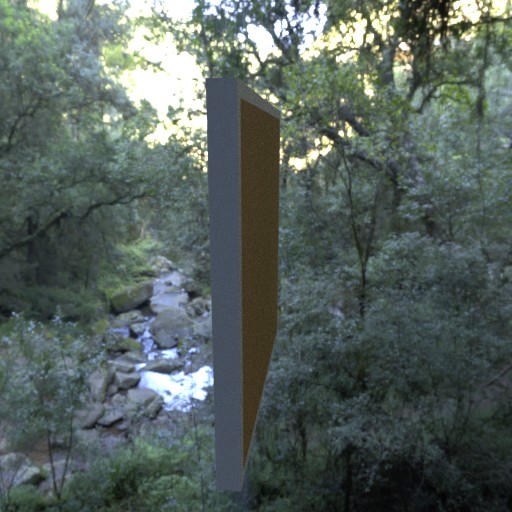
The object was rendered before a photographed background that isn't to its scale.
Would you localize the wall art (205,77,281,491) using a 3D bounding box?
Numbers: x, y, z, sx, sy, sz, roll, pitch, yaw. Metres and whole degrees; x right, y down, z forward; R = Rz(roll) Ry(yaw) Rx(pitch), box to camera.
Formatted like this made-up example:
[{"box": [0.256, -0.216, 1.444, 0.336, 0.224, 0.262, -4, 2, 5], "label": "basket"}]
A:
[{"box": [0.000, 0.000, 0.461, 0.020, 0.307, 0.307, 2, 14, 8], "label": "wall art"}]
